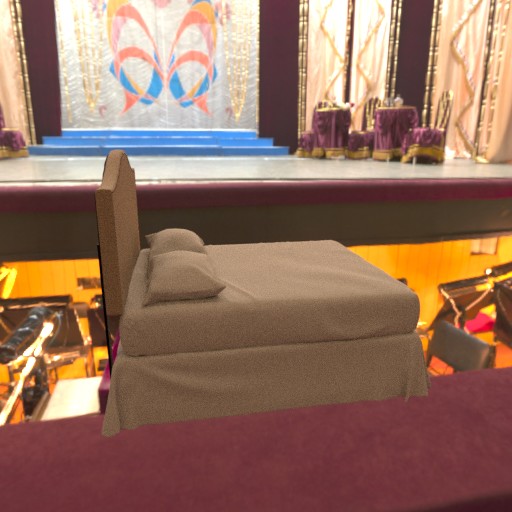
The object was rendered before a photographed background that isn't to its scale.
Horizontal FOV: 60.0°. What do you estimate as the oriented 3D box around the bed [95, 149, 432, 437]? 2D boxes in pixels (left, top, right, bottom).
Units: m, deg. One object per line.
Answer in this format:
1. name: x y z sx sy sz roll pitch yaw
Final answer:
1. bed: 0.000 0.000 3.495 2.221 1.645 1.876 -3 16 -10
